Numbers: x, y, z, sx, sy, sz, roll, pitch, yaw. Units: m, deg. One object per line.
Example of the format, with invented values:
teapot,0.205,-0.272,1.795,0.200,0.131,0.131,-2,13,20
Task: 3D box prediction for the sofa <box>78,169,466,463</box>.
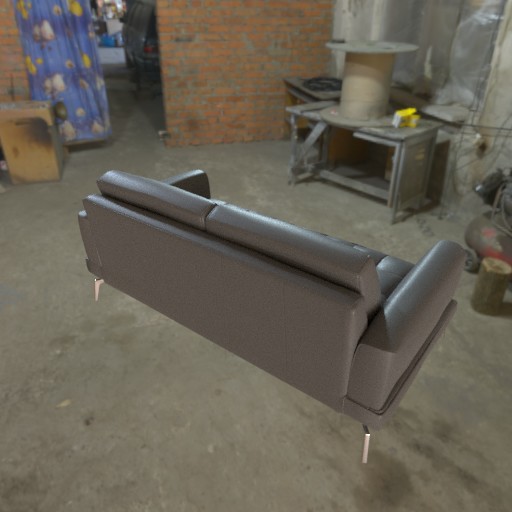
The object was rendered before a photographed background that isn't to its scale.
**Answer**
sofa,0.000,0.000,2.694,2.177,0.930,1.121,21,36,32
